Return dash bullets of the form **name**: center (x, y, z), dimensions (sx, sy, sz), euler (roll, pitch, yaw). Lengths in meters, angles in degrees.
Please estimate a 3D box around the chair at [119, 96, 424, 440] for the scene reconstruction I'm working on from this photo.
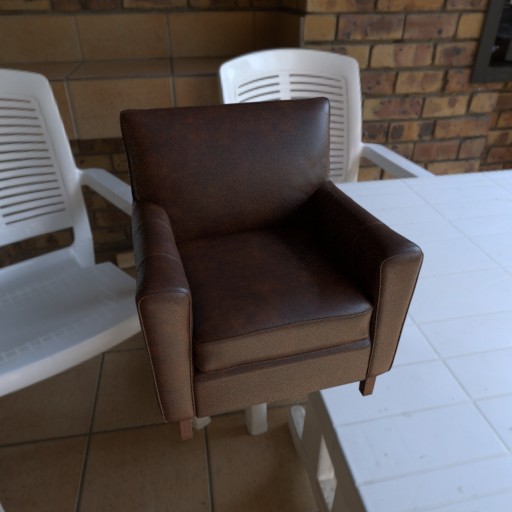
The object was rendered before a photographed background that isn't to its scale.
- **chair**: center (0.000, 0.000, 1.644), dimensions (0.870, 0.943, 0.823), euler (-9, 33, -13)
